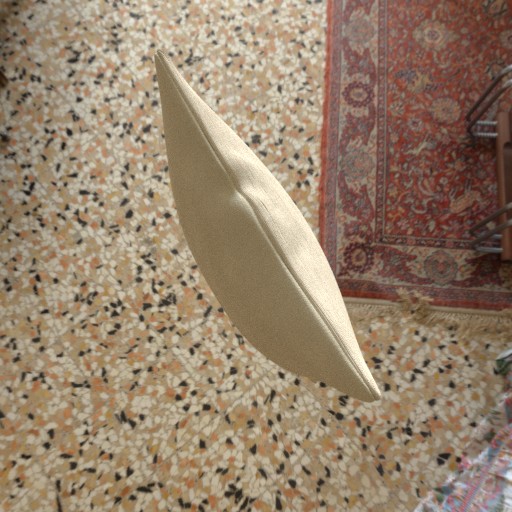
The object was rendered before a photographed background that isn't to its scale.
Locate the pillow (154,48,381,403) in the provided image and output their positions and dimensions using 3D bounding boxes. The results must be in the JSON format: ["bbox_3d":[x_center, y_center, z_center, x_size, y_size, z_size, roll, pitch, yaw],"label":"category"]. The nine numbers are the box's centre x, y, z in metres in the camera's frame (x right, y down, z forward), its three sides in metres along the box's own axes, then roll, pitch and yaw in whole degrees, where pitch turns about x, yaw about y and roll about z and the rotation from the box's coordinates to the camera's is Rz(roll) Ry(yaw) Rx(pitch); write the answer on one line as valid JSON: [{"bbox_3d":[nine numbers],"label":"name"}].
[{"bbox_3d":[0.000,0.000,0.649,0.162,0.420,0.437,-30,78,-7],"label":"pillow"}]
